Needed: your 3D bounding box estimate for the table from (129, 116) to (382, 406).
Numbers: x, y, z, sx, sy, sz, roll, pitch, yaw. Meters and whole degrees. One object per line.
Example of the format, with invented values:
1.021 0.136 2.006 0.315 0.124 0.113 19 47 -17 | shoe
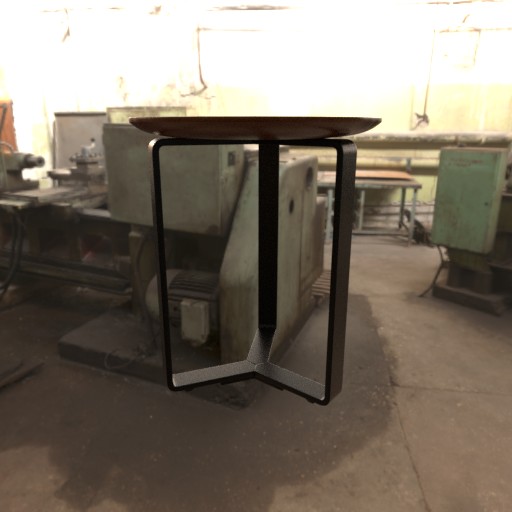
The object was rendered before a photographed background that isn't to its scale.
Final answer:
0.000 0.000 0.758 0.380 0.450 0.410 3 17 9 | table
